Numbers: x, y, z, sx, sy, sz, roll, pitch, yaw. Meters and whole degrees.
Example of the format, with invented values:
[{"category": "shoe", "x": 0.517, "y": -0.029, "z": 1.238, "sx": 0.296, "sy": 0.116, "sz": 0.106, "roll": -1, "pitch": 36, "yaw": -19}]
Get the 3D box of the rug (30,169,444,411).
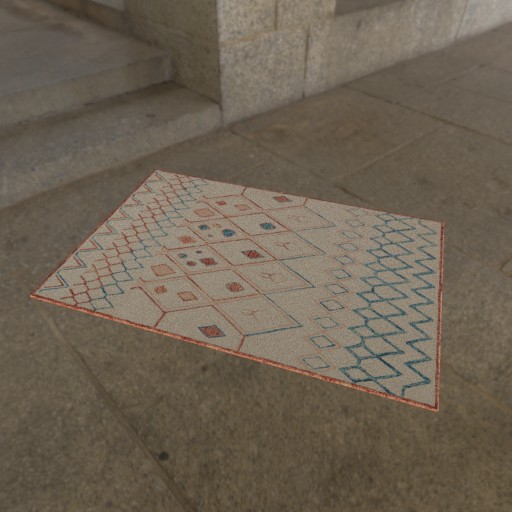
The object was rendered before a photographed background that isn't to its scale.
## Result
[{"category": "rug", "x": 0.000, "y": 0.000, "z": 2.287, "sx": 1.829, "sy": 0.016, "sz": 1.219, "roll": 13, "pitch": 43, "yaw": 14}]
